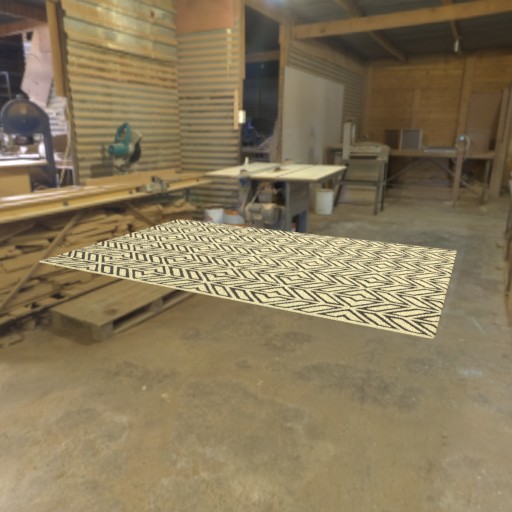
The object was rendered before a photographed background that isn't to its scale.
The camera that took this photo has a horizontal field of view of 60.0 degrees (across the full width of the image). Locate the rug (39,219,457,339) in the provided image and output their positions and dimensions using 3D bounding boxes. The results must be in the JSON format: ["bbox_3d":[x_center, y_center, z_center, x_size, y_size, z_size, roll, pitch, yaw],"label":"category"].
[{"bbox_3d":[0.000,0.000,3.030,2.438,0.008,1.523,8,18,26],"label":"rug"}]
